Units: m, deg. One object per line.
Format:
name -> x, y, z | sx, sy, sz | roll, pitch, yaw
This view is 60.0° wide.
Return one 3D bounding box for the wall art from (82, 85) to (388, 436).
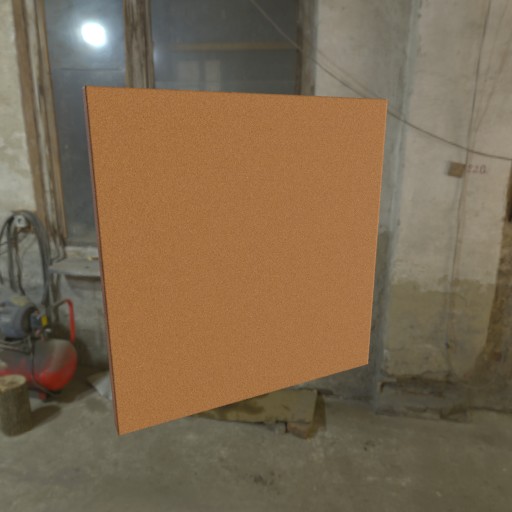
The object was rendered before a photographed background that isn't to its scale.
wall art -> 0.000, 0.000, 0.831 | 0.554, 0.572, 0.037 | -8, 17, -26
